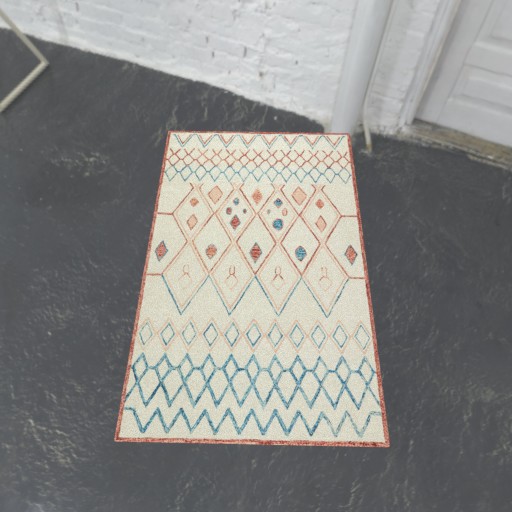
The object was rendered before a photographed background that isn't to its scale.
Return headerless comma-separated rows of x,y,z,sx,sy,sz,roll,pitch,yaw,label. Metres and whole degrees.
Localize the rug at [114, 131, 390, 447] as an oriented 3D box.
0.000,0.000,3.085,1.524,0.015,2.438,1,58,1,rug
